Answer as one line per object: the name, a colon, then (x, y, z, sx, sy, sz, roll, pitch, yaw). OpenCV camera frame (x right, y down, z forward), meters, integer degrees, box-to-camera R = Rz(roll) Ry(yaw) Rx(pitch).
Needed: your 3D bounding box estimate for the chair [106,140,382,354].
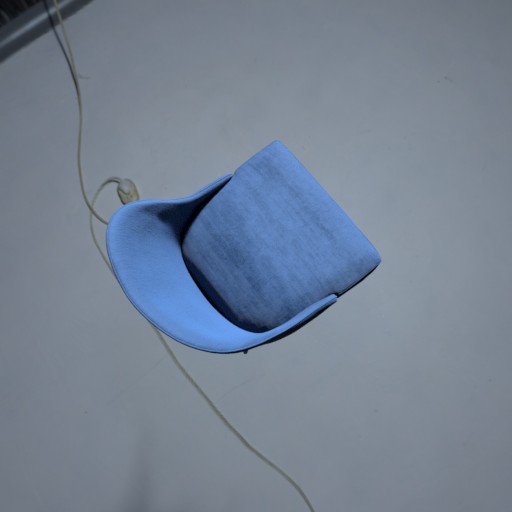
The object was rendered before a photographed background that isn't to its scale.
chair: (0.000, 0.000, 1.239, 0.559, 0.896, 0.478, -38, 81, -7)
